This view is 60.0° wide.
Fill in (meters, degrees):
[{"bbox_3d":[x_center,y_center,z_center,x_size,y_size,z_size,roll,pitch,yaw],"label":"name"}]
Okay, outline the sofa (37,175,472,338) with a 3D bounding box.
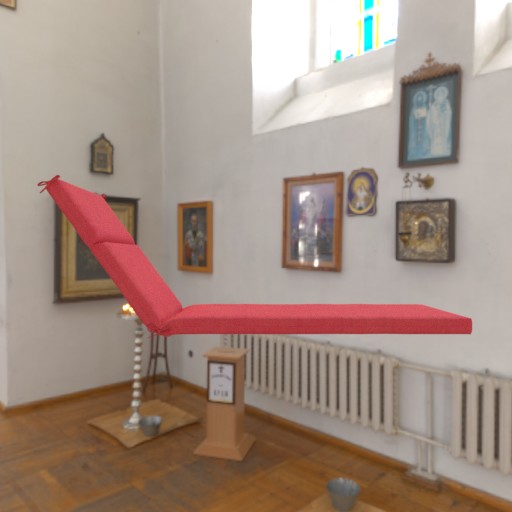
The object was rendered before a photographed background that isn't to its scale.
[{"bbox_3d":[0.000,0.000,1.942,1.663,0.622,0.582,0,0,0],"label":"sofa"}]
